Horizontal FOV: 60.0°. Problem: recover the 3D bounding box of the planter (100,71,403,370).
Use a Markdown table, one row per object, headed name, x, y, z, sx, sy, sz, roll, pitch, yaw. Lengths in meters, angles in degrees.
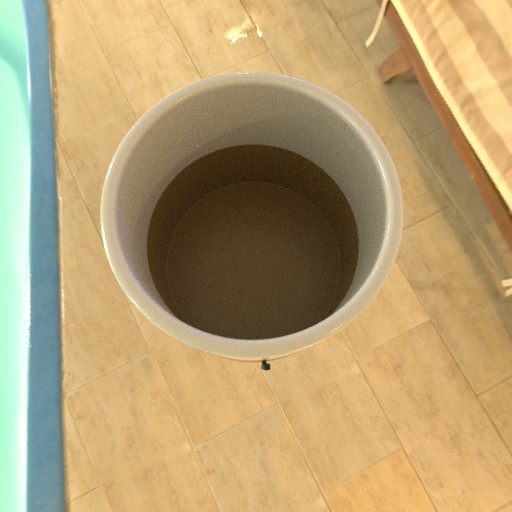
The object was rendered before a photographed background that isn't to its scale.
| name | x | y | z | sx | sy | sz | roll | pitch | yaw |
| --- | --- | --- | --- | --- | --- | --- | --- | --- | --- |
| planter | 0.000 | 0.000 | 0.644 | 0.310 | 0.432 | 0.310 | -20 | 77 | -5 |
